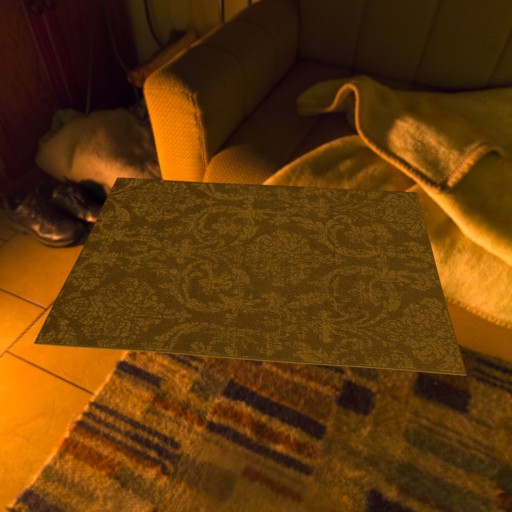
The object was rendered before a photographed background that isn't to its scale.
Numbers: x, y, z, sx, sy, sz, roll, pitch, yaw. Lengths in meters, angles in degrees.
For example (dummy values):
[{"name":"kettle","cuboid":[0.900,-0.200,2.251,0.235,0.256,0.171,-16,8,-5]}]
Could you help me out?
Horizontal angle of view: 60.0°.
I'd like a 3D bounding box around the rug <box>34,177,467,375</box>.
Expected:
[{"name":"rug","cuboid":[0.000,0.000,2.276,1.824,0.012,1.206,3,46,3]}]
